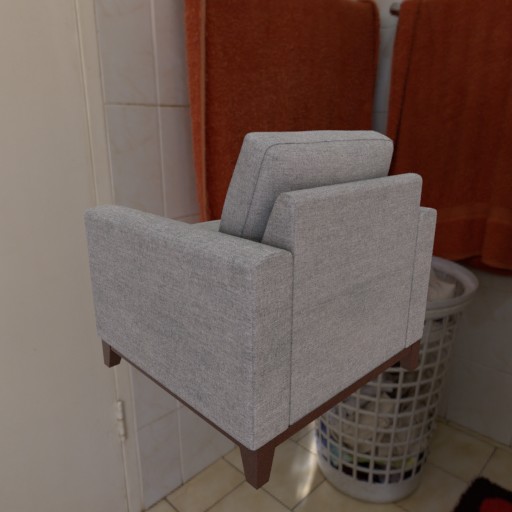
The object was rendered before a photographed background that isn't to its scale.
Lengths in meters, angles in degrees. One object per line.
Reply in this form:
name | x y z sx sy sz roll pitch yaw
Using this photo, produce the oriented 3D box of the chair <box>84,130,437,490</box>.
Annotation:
chair | 0.000 0.000 1.840 1.024 1.010 1.038 -15 23 -41
